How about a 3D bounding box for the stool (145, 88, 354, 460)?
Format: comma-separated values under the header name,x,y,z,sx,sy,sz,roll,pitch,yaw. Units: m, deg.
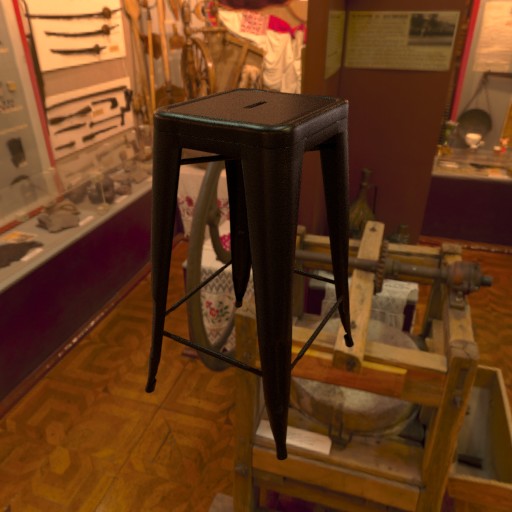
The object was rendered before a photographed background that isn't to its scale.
name,x,y,z,sx,sy,sz,roll,pitch,yaw
stool,0.000,0.000,0.919,0.423,0.609,0.455,10,31,17
